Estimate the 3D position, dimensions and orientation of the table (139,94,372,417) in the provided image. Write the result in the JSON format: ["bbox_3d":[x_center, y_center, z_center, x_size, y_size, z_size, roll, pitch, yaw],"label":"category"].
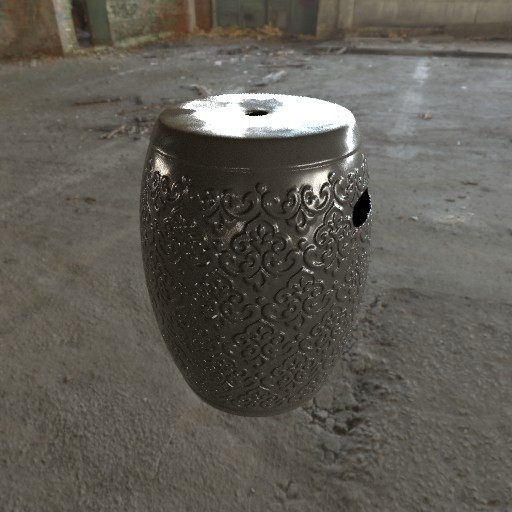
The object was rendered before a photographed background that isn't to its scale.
[{"bbox_3d":[0.000,0.000,0.625,0.309,0.397,0.309,0,31,0],"label":"table"}]
